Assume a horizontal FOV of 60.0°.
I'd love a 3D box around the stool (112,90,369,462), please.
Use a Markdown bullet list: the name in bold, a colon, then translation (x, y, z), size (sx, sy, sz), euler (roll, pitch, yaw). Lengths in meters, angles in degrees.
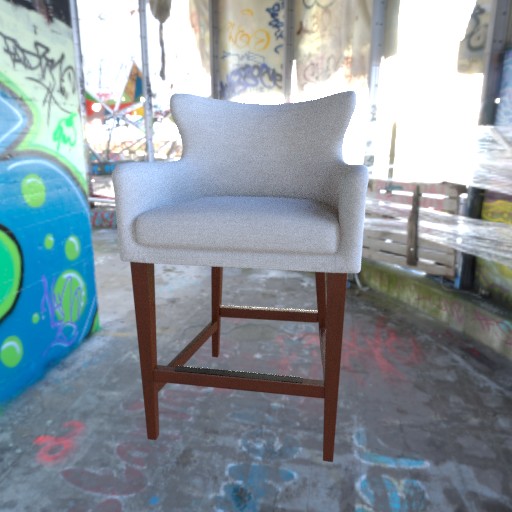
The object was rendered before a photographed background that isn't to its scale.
- **stool**: translation (0.000, 0.000, 1.386), size (0.615, 0.987, 0.637), euler (3, 16, 10)
